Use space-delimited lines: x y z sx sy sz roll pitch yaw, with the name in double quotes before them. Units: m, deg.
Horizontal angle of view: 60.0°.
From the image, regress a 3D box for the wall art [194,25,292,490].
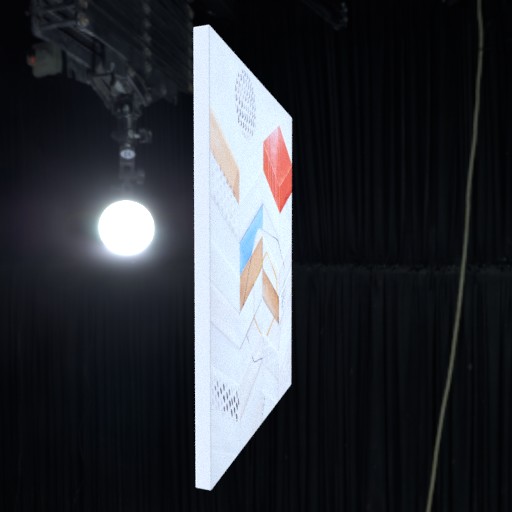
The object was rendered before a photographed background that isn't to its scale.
"wall art" 0.000 0.000 1.600 0.046 1.221 0.914 1 2 18
